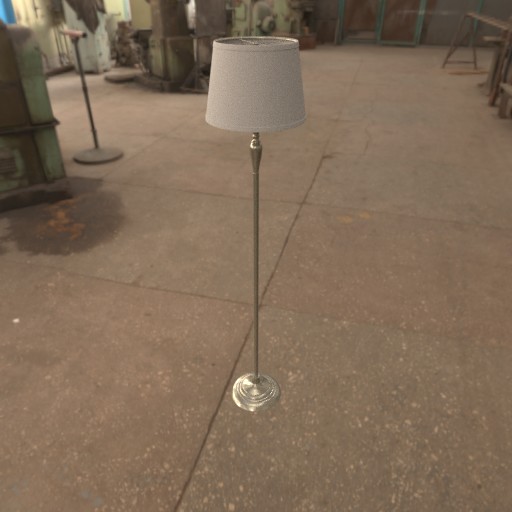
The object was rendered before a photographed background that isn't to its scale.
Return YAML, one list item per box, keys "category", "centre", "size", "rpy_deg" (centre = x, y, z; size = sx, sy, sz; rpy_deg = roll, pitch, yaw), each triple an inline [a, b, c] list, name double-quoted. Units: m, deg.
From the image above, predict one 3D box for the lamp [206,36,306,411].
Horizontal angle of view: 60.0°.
- category: "lamp"
  centre: [0.000, 0.000, 1.715]
  size: [0.327, 1.506, 0.327]
  rpy_deg: [9, 33, 15]
